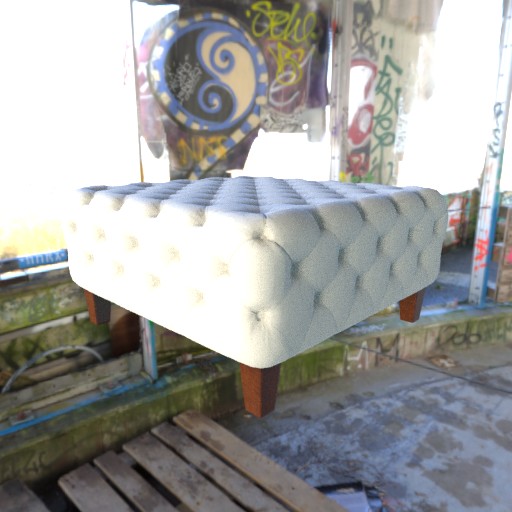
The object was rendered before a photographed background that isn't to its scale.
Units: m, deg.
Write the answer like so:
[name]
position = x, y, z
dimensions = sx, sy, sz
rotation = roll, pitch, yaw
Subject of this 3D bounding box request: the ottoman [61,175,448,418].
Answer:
[ottoman]
position = 0.000, 0.000, 1.203
dimensions = 0.755, 0.376, 0.753
rotation = 13, 19, 42
